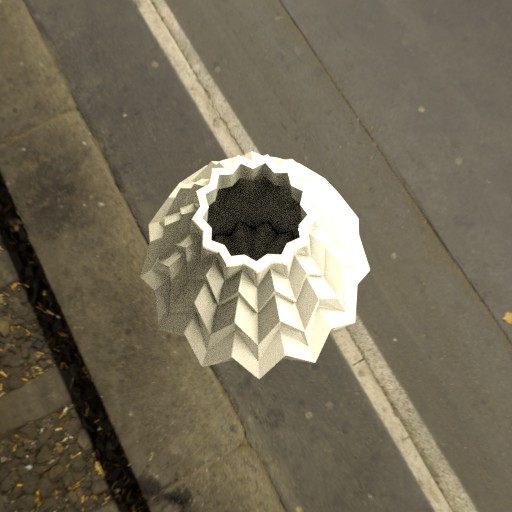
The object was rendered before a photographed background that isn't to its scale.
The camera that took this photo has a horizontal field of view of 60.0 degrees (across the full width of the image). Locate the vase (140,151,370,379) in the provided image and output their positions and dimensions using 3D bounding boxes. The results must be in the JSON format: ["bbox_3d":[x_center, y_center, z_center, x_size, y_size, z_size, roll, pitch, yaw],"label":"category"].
[{"bbox_3d":[0.000,0.000,0.310,0.164,0.185,0.164,0,75,0],"label":"vase"}]
